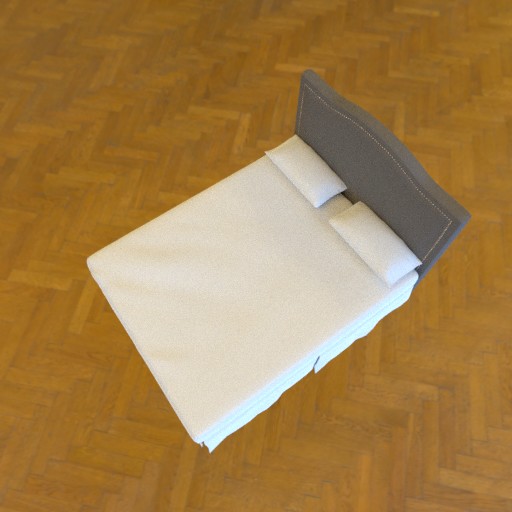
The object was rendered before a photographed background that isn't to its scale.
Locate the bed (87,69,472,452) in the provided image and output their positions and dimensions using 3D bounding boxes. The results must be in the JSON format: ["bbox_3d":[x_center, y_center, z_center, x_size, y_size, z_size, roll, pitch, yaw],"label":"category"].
[{"bbox_3d":[0.000,0.000,3.465,2.282,1.436,1.821,-33,68,-15],"label":"bed"}]
